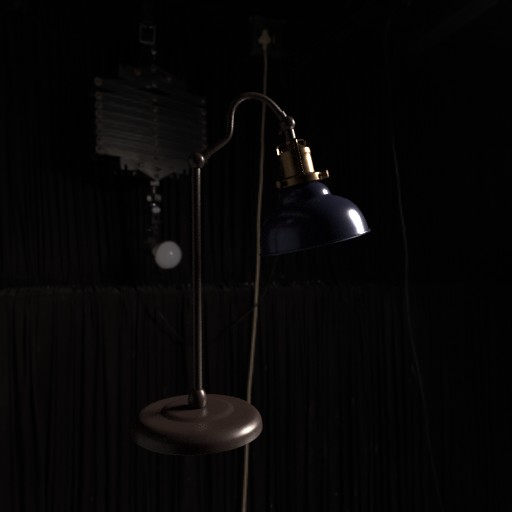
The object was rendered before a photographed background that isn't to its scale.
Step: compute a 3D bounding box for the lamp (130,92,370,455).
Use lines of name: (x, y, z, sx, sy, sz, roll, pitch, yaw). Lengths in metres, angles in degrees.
lamp: (0.000, 0.000, 0.688, 0.374, 0.508, 0.192, 0, -1, -18)
